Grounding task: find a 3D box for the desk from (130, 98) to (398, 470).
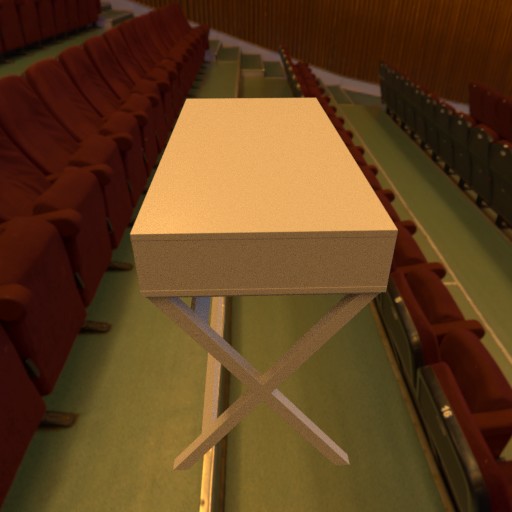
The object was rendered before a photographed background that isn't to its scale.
[{"bbox_3d":[0.000,0.000,1.487,0.509,0.780,1.059,-1,33,-1],"label":"desk"}]
